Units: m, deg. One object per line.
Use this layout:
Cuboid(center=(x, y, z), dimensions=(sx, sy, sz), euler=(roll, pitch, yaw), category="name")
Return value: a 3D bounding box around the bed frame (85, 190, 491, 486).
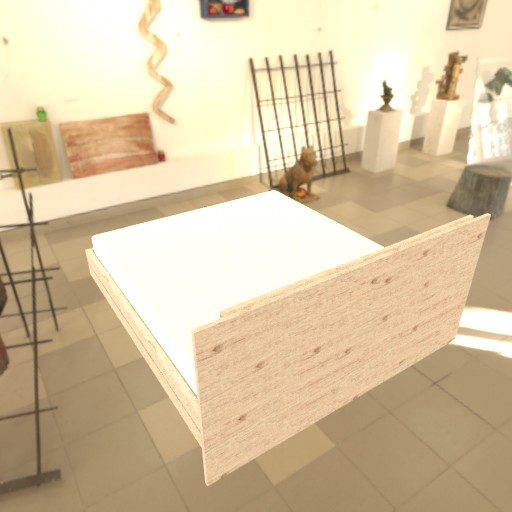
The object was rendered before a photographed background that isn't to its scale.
Cuboid(center=(0.000, 0.000, 3.132), dimensions=(1.950, 0.970, 2.080), euler=(-18, 35, -29), category="bed frame")
